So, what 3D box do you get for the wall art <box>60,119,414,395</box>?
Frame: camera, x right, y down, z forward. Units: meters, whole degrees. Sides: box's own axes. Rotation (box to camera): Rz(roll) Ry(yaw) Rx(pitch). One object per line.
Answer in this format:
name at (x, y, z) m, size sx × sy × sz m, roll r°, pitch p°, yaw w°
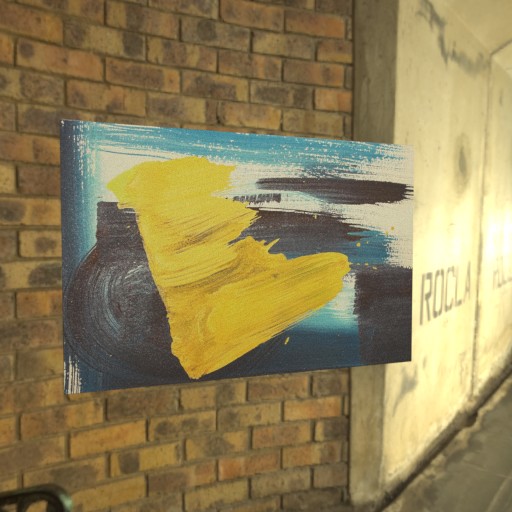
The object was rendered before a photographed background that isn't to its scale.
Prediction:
wall art at (0.000, 0.000, 0.758) m, size 0.609 × 0.406 × 0.033 m, roll -1°, pitch 2°, yaw -17°
